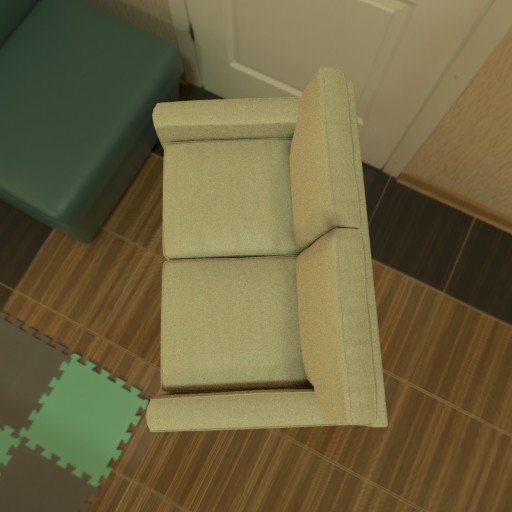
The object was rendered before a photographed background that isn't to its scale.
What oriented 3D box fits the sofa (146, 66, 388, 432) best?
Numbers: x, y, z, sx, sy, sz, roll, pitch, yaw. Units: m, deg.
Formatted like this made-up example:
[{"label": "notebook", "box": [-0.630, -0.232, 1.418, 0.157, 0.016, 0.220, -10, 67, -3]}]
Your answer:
[{"label": "sofa", "box": [0.000, 0.000, 2.061, 0.942, 0.853, 1.484, -2, 76, 0]}]
